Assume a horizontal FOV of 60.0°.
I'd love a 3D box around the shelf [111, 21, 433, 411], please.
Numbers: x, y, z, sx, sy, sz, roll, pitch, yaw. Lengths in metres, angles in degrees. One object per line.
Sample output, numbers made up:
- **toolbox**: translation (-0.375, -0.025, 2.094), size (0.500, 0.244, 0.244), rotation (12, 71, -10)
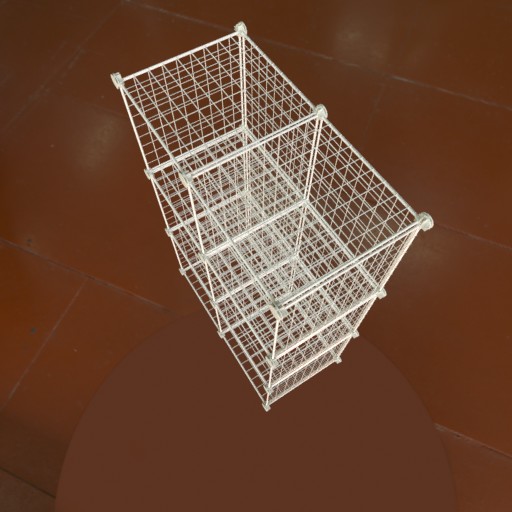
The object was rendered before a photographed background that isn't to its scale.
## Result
- **shelf**: translation (0.000, 0.000, 1.407), size (0.356, 1.067, 0.711), rotation (-29, 66, -14)
